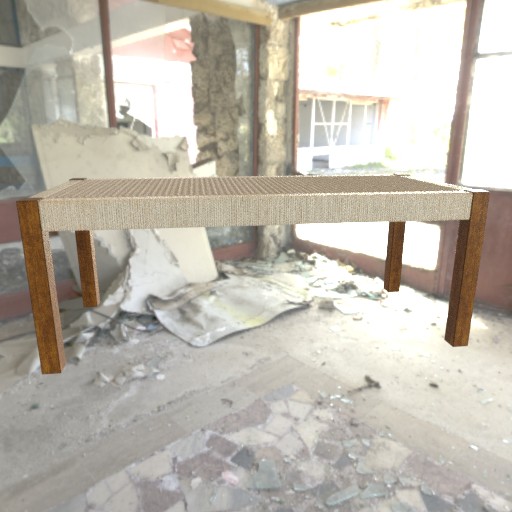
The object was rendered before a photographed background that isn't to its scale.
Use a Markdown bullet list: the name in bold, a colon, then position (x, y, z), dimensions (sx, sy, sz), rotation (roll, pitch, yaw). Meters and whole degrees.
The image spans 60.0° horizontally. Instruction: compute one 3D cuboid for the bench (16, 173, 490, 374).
- **bench**: position (0.000, 0.000, 1.414), dimensions (1.198, 0.457, 0.507), rotation (-2, 16, -7)
